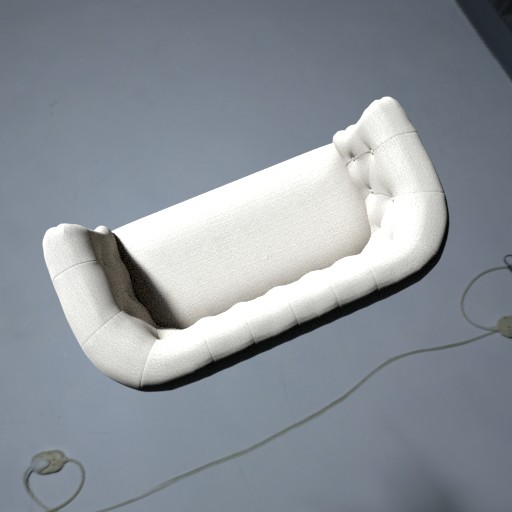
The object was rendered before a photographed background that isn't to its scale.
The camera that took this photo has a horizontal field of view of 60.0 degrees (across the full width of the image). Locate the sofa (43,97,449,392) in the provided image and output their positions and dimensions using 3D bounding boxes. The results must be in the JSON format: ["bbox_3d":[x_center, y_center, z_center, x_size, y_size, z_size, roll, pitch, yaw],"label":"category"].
[{"bbox_3d":[0.000,0.000,2.038,1.558,0.827,0.835,-23,77,-5],"label":"sofa"}]
